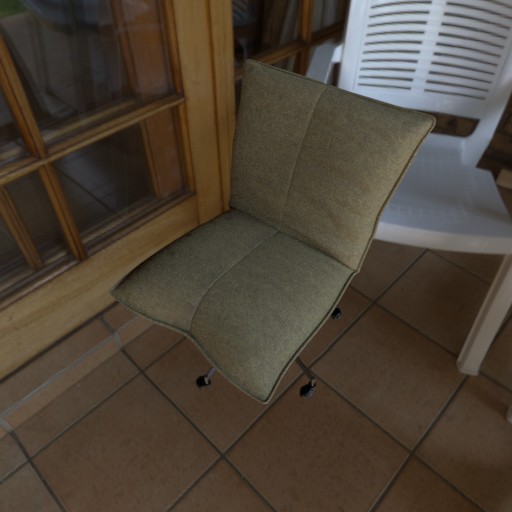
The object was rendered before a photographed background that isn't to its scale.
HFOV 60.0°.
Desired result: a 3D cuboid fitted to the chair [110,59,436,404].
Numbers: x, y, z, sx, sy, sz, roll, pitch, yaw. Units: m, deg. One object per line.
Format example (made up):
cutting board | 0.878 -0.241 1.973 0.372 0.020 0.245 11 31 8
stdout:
chair | 0.000 0.000 1.310 0.597 0.811 0.696 30 53 25
